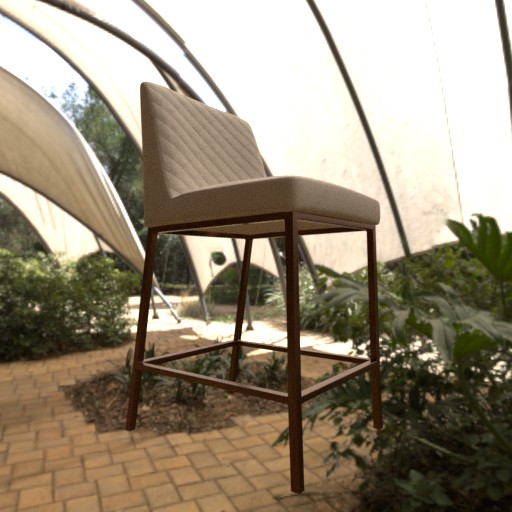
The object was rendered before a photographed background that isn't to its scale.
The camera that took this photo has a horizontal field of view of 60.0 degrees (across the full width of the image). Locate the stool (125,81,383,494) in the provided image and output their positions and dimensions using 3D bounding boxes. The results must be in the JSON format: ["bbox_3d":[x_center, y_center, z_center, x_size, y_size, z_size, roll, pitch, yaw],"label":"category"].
[{"bbox_3d":[0.000,0.000,1.251,0.576,0.973,0.507,0,-1,37],"label":"stool"}]
